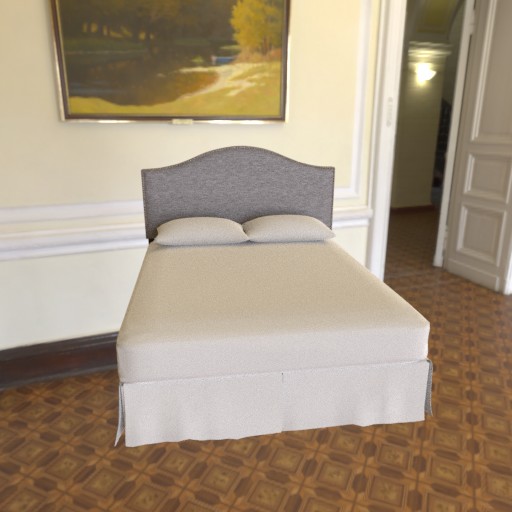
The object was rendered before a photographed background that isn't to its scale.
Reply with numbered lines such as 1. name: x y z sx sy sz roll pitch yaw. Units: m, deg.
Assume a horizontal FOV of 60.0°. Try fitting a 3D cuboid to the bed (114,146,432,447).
1. bed: 0.000 0.000 2.872 1.610 1.295 1.870 -2 17 -8
